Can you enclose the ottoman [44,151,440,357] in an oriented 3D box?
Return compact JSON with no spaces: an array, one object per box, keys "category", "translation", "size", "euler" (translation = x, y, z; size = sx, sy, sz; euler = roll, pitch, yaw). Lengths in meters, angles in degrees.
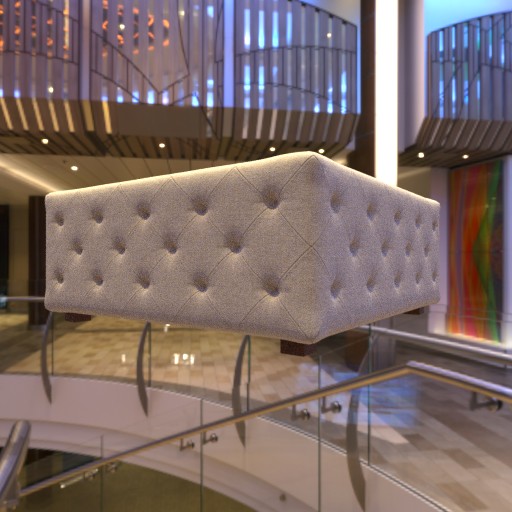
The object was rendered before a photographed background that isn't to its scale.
[{"category":"ottoman","translation":[0.000,0.000,1.592],"size":[1.028,0.439,1.028],"euler":[0,0,36]}]
